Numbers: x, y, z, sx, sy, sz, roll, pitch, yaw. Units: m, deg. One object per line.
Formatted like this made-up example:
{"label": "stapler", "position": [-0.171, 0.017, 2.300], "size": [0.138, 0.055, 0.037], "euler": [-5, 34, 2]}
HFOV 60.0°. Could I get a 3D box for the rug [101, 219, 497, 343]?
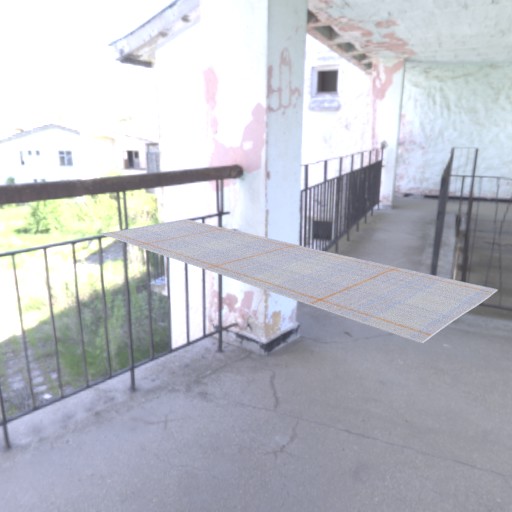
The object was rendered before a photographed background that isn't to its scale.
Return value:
{"label": "rug", "position": [0.000, 0.000, 2.649], "size": [0.770, 0.016, 2.442], "euler": [-15, 21, -43]}
